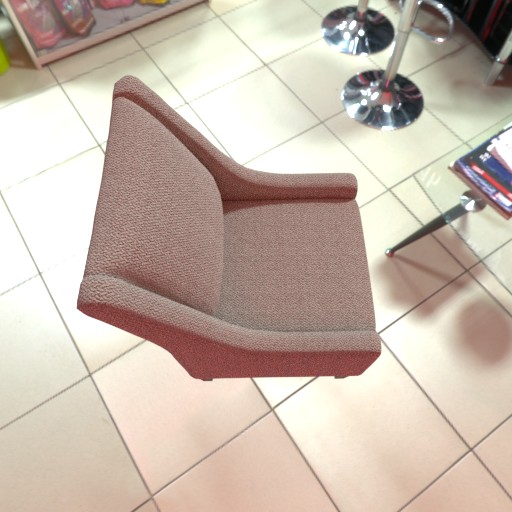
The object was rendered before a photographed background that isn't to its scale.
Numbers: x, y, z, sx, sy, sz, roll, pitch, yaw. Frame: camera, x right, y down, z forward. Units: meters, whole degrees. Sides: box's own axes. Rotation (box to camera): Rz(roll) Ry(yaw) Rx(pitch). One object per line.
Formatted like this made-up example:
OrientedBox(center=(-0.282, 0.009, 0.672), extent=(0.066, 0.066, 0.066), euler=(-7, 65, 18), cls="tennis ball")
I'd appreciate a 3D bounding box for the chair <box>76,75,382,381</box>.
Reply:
OrientedBox(center=(0.000, 0.000, 1.630), extent=(0.870, 1.014, 0.774), euler=(-1, 63, 0), cls="chair")
